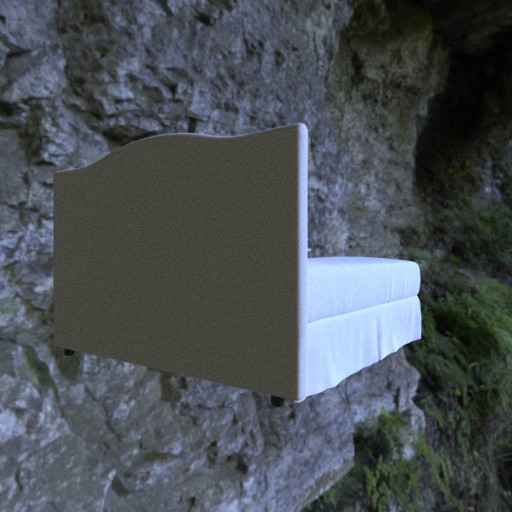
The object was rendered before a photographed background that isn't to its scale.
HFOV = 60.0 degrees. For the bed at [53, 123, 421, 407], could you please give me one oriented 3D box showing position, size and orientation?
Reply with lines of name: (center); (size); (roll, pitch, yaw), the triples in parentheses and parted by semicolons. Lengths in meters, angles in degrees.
bed: (0.000, 0.000, 3.476); (2.083, 1.421, 2.182); (0, 0, 36)
